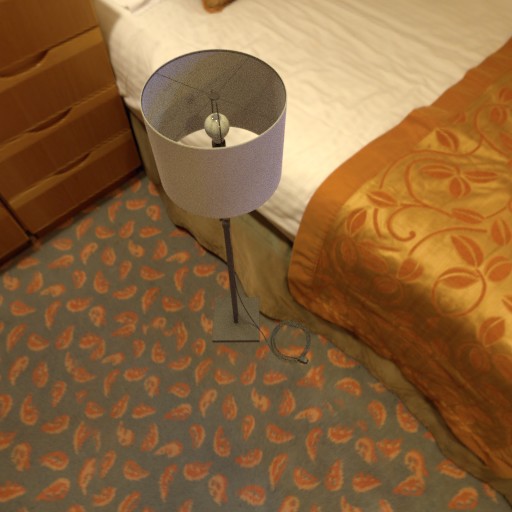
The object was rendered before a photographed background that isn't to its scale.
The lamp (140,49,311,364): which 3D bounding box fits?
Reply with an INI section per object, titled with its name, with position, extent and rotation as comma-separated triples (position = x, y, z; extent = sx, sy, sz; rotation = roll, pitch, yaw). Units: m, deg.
[lamp]
position = 0.000, 0.000, 1.920
extent = 0.639, 1.650, 0.474
rotation = 0, 60, 0
